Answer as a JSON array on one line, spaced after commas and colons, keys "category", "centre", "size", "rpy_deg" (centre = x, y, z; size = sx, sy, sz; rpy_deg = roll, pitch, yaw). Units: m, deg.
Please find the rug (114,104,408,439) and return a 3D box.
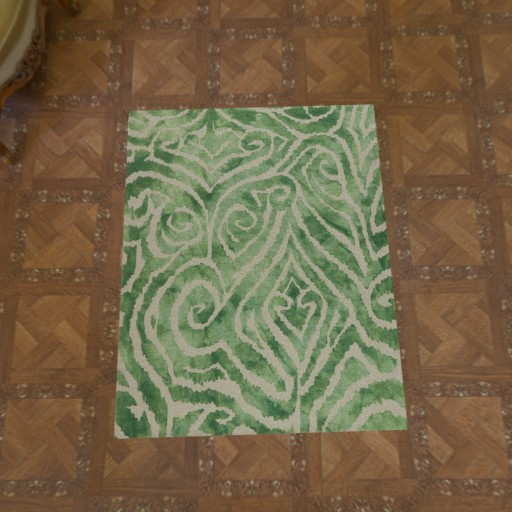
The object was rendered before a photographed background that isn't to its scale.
[{"category": "rug", "centre": [0.000, 0.000, 4.046], "size": [2.436, 0.007, 3.045], "rpy_deg": [-2, 76, 0]}]
